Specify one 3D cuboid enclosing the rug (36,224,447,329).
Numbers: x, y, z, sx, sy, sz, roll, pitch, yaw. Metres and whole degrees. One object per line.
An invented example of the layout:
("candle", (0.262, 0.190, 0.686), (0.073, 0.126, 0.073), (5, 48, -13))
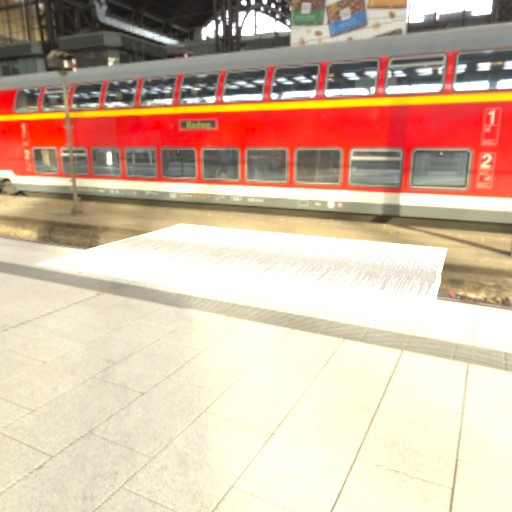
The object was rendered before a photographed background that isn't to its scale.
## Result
("rug", (0.000, 0.000, 2.328), (1.815, 0.007, 1.226), (7, 16, 25))
